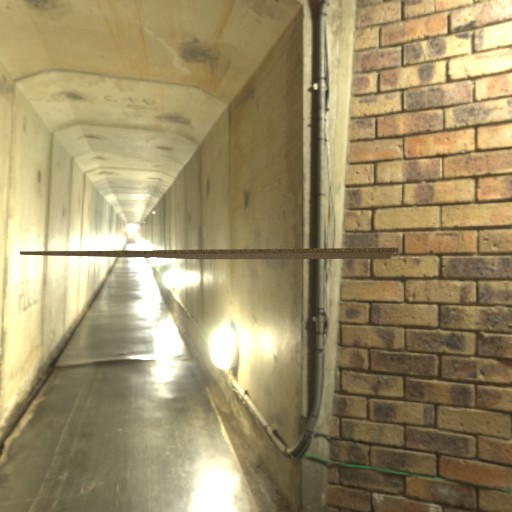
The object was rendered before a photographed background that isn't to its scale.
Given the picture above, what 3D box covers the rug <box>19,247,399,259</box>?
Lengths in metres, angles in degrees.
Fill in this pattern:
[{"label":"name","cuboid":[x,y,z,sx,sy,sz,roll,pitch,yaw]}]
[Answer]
[{"label":"rug","cuboid":[0.000,0.000,4.047,2.400,0.025,3.000,0,-1,16]}]
